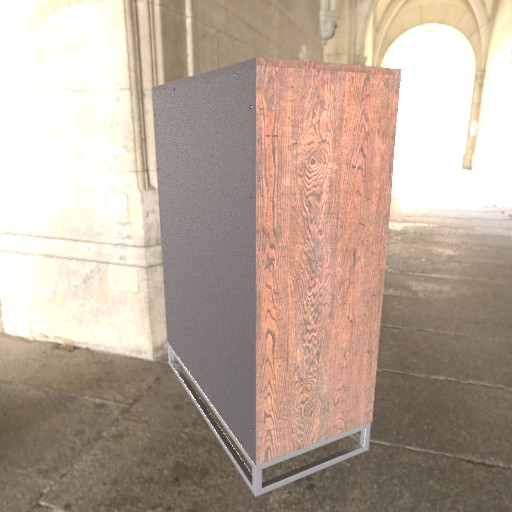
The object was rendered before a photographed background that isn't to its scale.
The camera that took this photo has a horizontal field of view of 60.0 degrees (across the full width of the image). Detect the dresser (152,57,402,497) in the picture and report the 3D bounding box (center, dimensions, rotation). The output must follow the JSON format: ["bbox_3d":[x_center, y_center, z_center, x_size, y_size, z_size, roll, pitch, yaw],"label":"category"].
[{"bbox_3d":[0.000,0.000,1.781,0.508,1.321,0.965,-8,18,-26],"label":"dresser"}]
